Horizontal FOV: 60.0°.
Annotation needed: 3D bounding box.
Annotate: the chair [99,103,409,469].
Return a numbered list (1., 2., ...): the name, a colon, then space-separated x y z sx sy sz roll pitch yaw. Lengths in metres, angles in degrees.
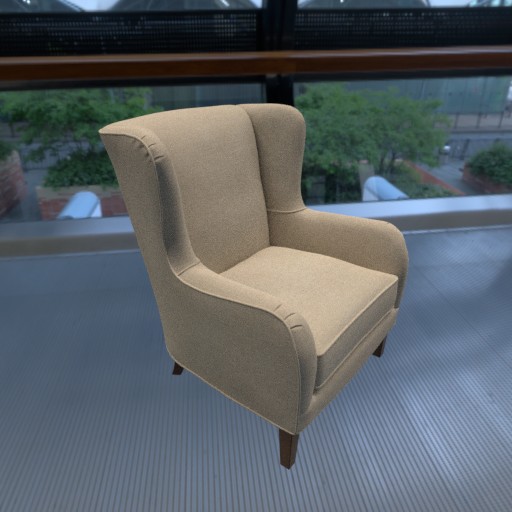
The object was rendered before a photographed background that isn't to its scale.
1. chair: 0.000 0.000 1.742 0.966 1.040 0.838 19 32 33
